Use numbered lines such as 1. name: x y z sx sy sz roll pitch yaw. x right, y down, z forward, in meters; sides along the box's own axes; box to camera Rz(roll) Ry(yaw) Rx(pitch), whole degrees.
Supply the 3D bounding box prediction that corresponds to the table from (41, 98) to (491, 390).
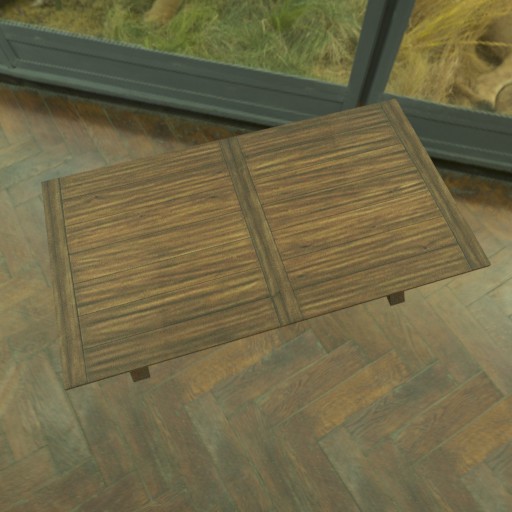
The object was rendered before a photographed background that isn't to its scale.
1. table: 0.000 0.000 2.519 1.966 0.793 1.071 -15 66 -7
